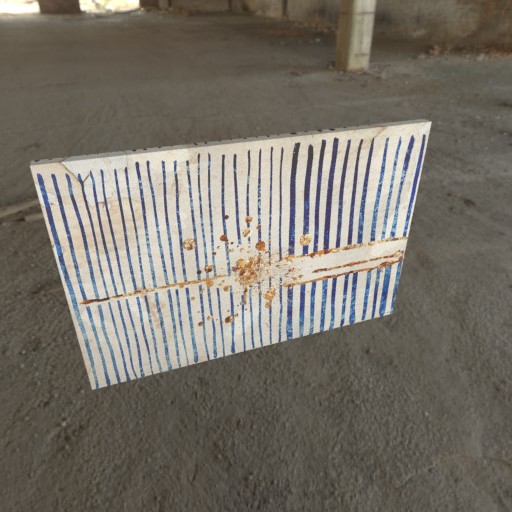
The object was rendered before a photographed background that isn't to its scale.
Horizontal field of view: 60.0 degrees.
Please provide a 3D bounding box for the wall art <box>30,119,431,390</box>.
[{"bbox_3d":[0.000,0.000,1.418,1.143,0.757,0.038,-11,33,-17],"label":"wall art"}]
